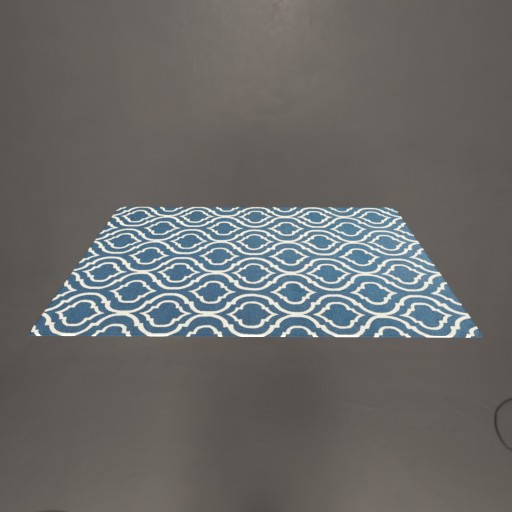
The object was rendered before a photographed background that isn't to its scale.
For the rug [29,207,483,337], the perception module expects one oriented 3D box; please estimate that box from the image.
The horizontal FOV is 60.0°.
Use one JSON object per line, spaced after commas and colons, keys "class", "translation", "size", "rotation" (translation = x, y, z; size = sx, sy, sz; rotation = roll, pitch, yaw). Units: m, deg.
{"class": "rug", "translation": [0.000, 0.000, 4.324], "size": [3.353, 0.010, 2.438], "rotation": [0, 29, 0]}
